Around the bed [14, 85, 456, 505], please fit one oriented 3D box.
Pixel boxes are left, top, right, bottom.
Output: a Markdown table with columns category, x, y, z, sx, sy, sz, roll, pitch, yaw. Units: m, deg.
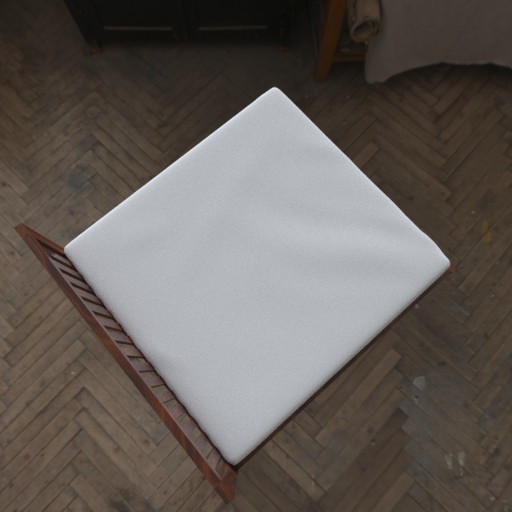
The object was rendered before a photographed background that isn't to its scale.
| category | x | y | z | sx | sy | sz | roll | pitch | yaw |
| --- | --- | --- | --- | --- | --- | --- | --- | --- | --- |
| bed | 0.000 | 0.000 | 2.965 | 2.030 | 0.890 | 1.905 | -40 | 79 | -9 |
